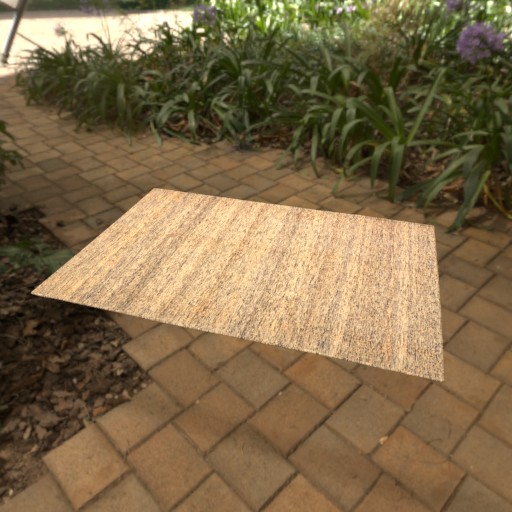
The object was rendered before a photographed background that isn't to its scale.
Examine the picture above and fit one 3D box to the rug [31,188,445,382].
[{"bbox_3d":[0.000,0.000,2.362,1.846,0.014,1.243,9,34,14],"label":"rug"}]
